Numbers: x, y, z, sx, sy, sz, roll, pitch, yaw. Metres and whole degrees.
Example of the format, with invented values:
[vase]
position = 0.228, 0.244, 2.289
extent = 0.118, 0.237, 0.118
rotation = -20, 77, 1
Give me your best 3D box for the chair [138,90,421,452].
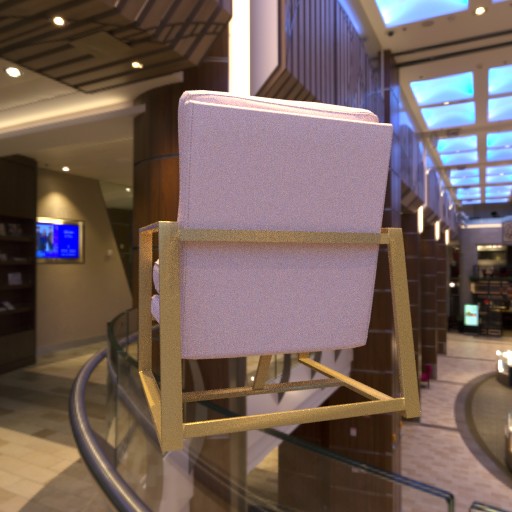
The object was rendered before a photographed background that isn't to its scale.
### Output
[chair]
position = 0.000, 0.000, 1.578
extent = 0.758, 0.956, 0.813
rotation = 0, -1, -19
